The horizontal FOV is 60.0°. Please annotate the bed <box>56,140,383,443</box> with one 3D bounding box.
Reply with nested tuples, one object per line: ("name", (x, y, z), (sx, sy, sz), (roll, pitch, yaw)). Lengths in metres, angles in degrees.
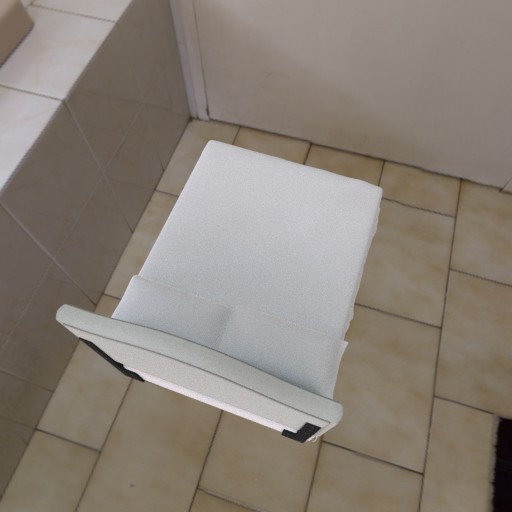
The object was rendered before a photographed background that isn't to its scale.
("bed", (0.000, 0.000, 3.452), (1.813, 1.607, 2.180), (18, 65, 9))
